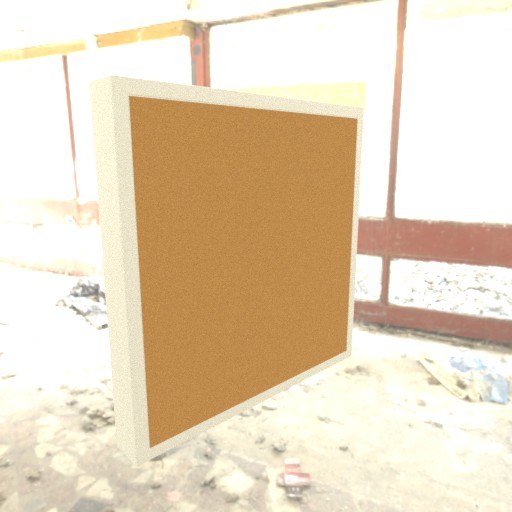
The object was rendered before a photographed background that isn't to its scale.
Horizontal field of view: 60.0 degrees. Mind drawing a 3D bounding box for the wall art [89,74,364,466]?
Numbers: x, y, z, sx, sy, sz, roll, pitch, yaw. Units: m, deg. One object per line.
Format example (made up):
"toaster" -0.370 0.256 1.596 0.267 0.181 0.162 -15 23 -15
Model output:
"wall art" 0.000 0.000 0.449 0.305 0.305 0.037 -12 17 -42
